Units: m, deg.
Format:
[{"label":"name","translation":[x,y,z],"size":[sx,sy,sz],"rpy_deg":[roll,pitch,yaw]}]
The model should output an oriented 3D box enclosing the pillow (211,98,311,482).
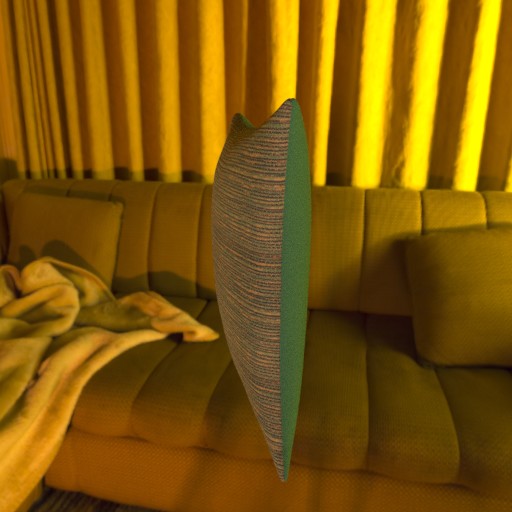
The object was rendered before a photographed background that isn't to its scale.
[{"label":"pillow","translation":[0.000,0.000,0.778],"size":[0.150,0.497,0.514],"rpy_deg":[-2,16,-8]}]
